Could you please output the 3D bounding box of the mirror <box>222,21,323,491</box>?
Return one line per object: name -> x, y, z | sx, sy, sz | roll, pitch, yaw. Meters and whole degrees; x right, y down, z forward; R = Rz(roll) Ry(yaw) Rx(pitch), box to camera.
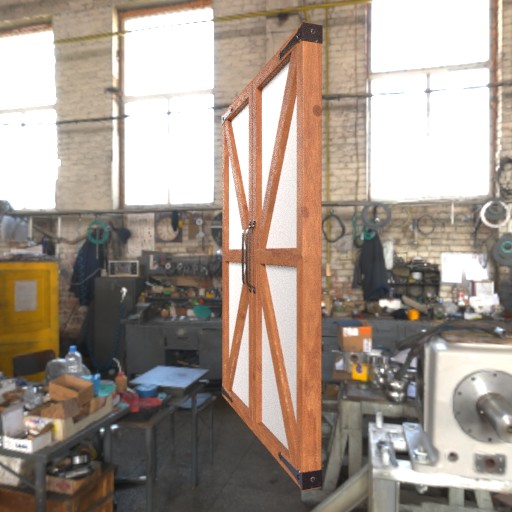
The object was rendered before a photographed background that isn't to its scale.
mirror -> 0.000, 0.000, 0.962 | 0.053, 0.761, 0.517 | 0, 1, -19
